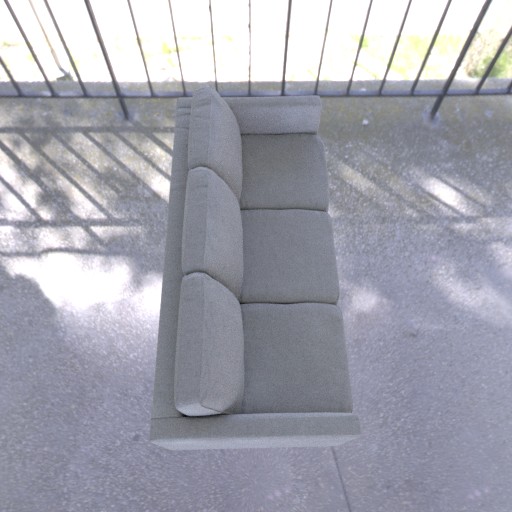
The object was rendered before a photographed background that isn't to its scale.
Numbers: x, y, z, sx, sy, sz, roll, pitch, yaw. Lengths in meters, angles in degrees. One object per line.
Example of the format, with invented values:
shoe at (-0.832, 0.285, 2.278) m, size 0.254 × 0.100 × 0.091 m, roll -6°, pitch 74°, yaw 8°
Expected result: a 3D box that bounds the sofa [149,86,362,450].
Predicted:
sofa at (0.000, 0.000, 2.528) m, size 0.944 × 0.918 × 1.983 m, roll -1°, pitch 63°, yaw -1°
